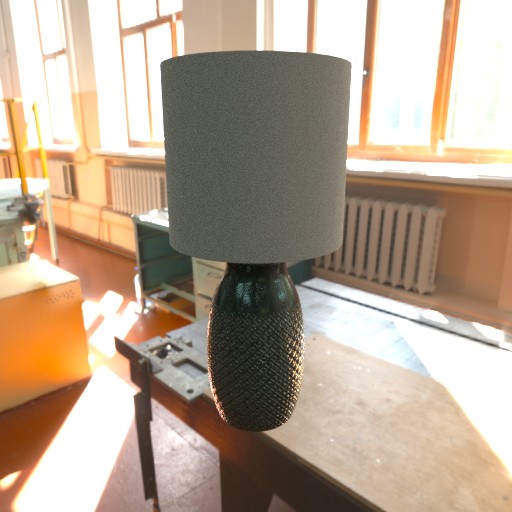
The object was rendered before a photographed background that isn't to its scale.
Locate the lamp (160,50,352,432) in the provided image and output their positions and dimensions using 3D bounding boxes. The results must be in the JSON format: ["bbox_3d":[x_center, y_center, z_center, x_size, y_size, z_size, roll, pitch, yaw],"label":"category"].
[{"bbox_3d":[0.000,0.000,0.571,0.217,0.453,0.217,-3,16,-9],"label":"lamp"}]
